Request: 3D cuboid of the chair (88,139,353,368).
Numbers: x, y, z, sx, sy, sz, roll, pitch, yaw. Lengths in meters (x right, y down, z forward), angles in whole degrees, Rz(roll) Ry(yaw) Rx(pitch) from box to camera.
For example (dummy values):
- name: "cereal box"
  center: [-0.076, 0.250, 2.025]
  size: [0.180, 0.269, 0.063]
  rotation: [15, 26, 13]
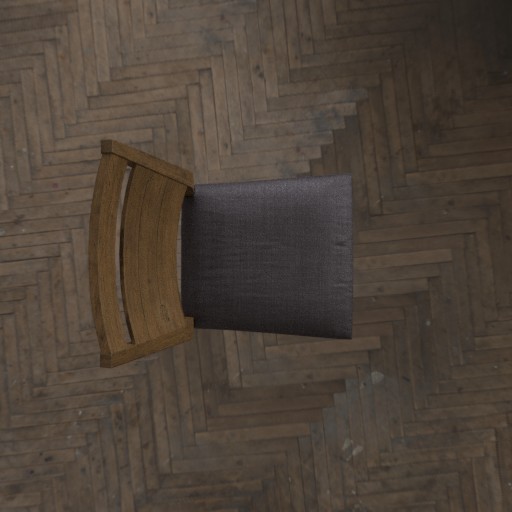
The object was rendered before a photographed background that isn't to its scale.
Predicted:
- name: "chair"
  center: [0.000, 0.000, 1.281]
  size: [0.610, 0.939, 0.501]
  rotation: [0, 89, 1]
